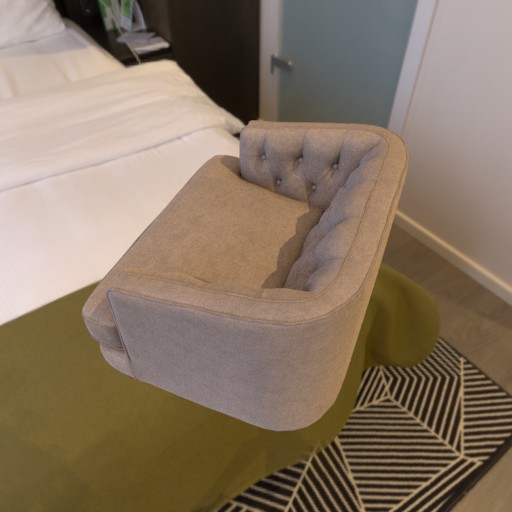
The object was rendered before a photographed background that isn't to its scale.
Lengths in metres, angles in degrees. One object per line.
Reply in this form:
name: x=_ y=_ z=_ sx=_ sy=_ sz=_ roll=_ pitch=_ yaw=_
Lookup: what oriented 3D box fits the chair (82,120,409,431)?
chair: x=0.000 y=0.000 z=1.786 sx=0.941 sy=0.852 sz=1.104 roll=17 pitch=49 yaw=16
